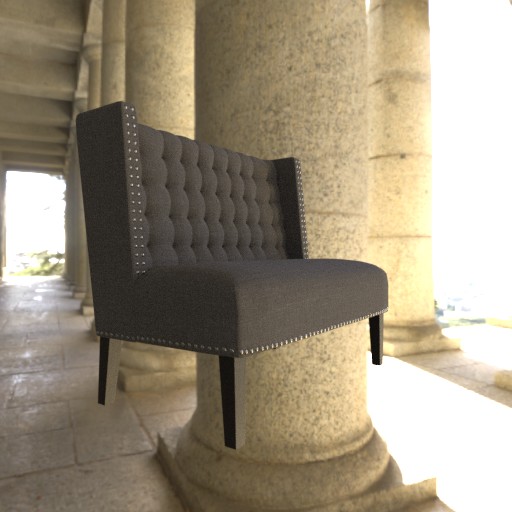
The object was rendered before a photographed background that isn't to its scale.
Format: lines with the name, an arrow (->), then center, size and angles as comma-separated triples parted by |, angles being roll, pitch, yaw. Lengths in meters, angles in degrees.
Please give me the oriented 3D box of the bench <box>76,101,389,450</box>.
bench -> 0.000, 0.000, 2.000 | 0.842, 1.121, 1.276 | 1, 1, 36
